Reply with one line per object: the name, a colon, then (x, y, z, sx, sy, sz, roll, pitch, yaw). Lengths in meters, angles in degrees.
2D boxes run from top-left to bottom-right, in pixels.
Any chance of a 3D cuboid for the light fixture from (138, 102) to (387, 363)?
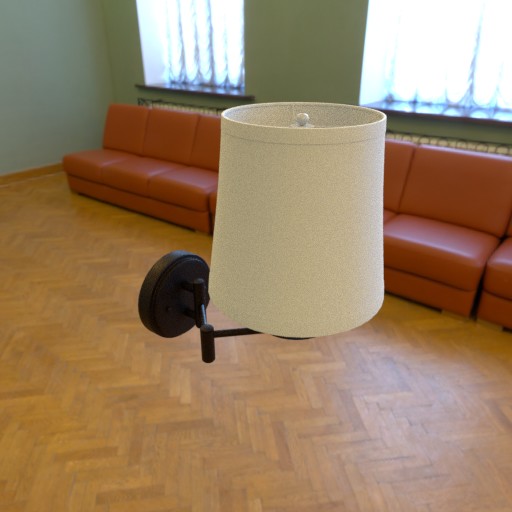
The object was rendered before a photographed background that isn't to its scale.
light fixture: (0.000, 0.000, 0.269, 0.157, 0.172, 0.100, 18, 32, 32)
